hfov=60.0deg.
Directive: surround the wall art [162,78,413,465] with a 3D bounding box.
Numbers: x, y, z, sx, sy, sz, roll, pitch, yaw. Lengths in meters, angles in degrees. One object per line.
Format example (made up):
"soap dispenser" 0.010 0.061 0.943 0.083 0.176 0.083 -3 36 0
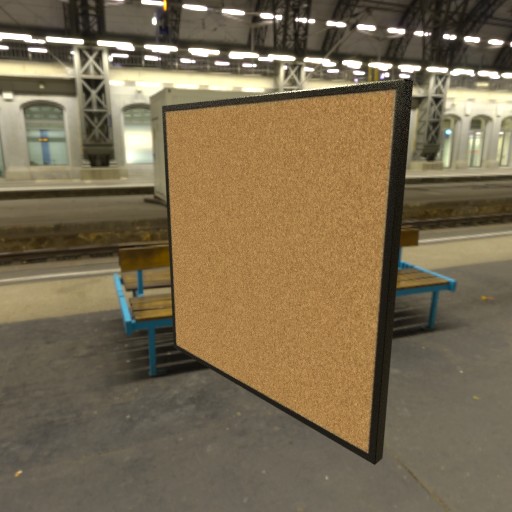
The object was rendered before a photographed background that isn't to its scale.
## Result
"wall art" 0.000 0.000 0.512 0.014 0.349 0.349 -13 19 -42
